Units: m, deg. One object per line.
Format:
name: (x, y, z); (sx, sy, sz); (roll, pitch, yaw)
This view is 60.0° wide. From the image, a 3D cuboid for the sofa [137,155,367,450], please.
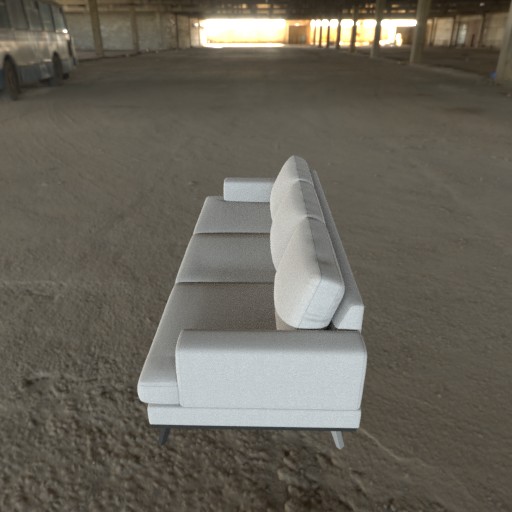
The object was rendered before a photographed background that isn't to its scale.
sofa: (0.000, 0.000, 2.783); (0.920, 0.810, 2.310); (1, 27, 1)
